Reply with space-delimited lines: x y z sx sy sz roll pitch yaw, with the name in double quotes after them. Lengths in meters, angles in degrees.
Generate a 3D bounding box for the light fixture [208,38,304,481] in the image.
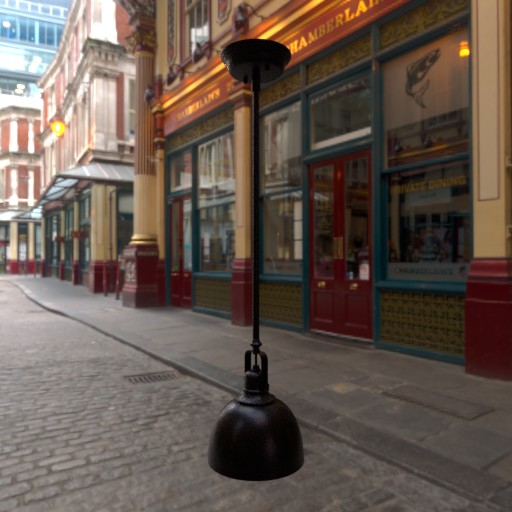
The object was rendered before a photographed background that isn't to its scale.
0.000 0.000 0.845 0.182 0.768 0.182 1 -1 -36 "light fixture"
